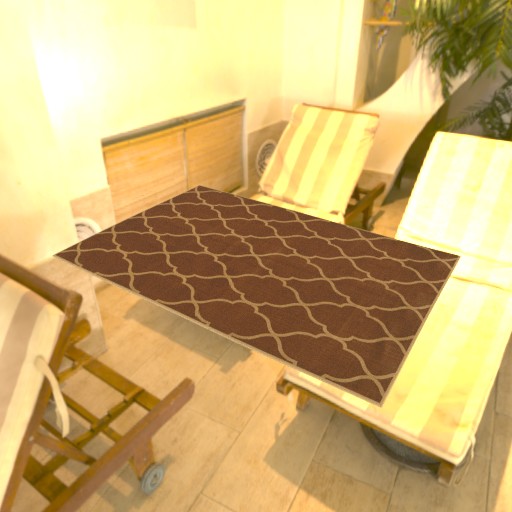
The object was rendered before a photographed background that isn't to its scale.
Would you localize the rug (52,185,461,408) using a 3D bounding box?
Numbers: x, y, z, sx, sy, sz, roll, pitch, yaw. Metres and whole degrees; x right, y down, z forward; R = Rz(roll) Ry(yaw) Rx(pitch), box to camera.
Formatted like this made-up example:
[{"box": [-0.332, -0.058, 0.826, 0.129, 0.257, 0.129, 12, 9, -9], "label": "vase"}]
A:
[{"box": [0.000, 0.000, 2.965, 2.290, 0.014, 1.526, 19, 36, 28], "label": "rug"}]
